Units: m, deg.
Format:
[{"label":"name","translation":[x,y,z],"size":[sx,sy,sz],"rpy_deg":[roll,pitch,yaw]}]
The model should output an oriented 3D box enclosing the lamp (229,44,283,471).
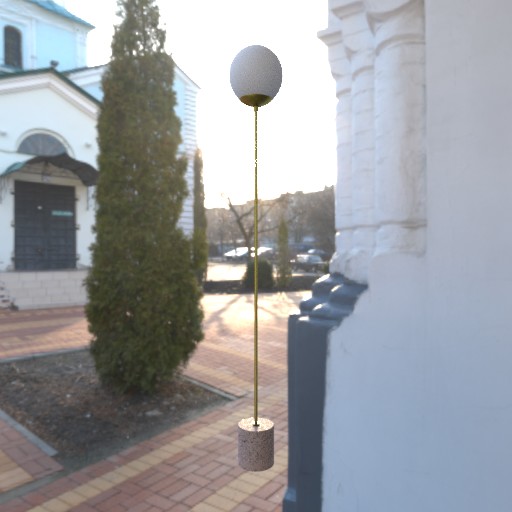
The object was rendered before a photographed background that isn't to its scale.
[{"label":"lamp","translation":[0.000,0.000,1.862],"size":[0.229,1.748,0.229],"rpy_deg":[0,1,-36]}]
